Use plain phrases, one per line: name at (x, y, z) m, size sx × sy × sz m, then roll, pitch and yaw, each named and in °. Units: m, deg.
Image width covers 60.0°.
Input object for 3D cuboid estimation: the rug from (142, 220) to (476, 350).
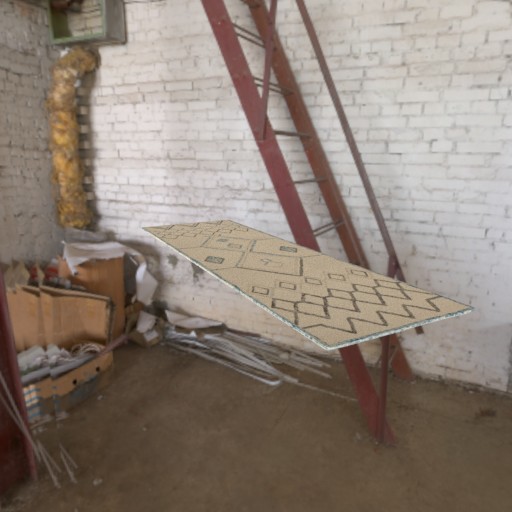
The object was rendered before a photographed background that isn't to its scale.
rug at (0.000, 0.000, 2.702) m, size 0.770 × 0.013 × 2.434 m, roll -8°, pitch 16°, yaw -27°
